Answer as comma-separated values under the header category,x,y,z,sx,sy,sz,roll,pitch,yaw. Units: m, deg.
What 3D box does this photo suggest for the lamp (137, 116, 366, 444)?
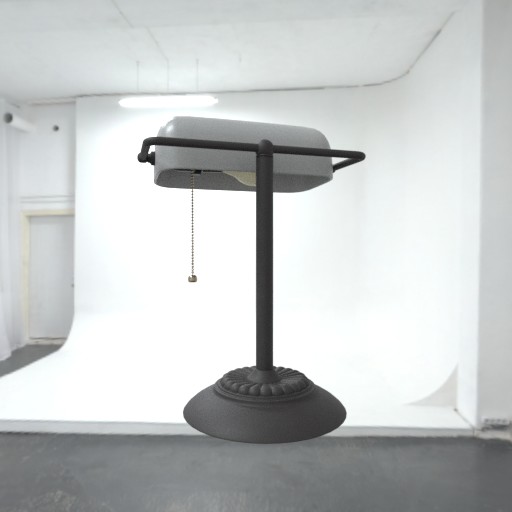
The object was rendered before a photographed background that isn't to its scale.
category,x,y,z,sx,sy,sz,roll,pitch,yaw
lamp,0.000,0.000,0.521,0.264,0.339,0.243,0,1,-17
